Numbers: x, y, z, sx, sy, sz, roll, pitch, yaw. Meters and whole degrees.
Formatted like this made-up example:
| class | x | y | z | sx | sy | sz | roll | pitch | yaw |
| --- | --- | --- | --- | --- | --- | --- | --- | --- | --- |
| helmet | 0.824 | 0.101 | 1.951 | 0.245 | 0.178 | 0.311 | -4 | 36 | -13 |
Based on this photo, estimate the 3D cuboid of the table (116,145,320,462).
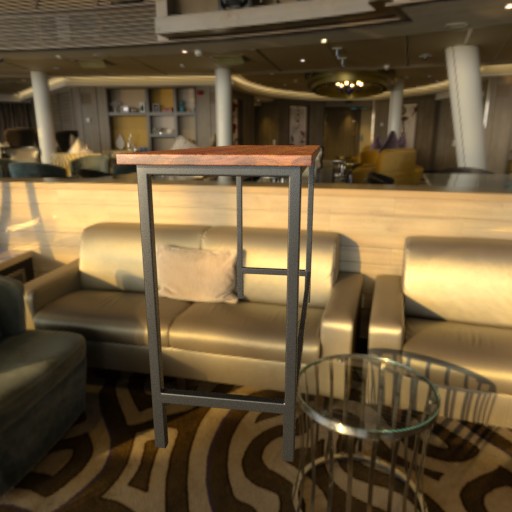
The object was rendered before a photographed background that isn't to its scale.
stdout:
| class | x | y | z | sx | sy | sz | roll | pitch | yaw |
| --- | --- | --- | --- | --- | --- | --- | --- | --- | --- |
| table | 0.000 | 0.000 | 1.564 | 0.408 | 0.740 | 1.204 | 2 | 15 | 8 |
